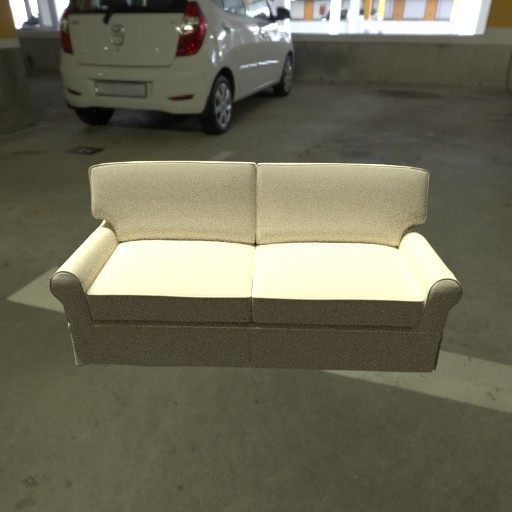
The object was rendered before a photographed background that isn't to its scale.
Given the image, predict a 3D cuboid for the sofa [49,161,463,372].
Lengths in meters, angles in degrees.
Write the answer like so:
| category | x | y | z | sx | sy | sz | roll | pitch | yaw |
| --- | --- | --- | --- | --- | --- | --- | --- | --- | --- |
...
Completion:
| category | x | y | z | sx | sy | sz | roll | pitch | yaw |
| --- | --- | --- | --- | --- | --- | --- | --- | --- | --- |
| sofa | 0.000 | 0.000 | 2.514 | 2.021 | 0.937 | 0.862 | 1 | 29 | 2 |
